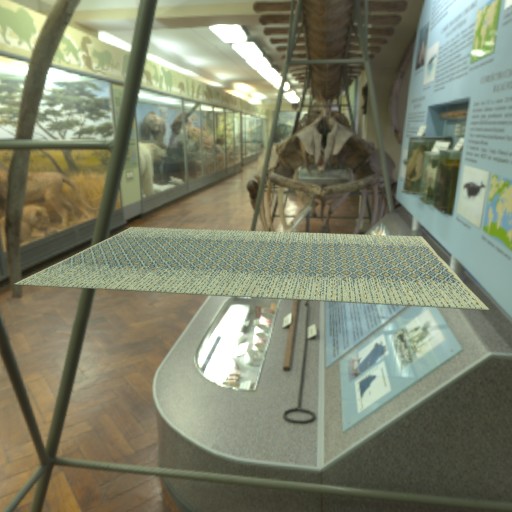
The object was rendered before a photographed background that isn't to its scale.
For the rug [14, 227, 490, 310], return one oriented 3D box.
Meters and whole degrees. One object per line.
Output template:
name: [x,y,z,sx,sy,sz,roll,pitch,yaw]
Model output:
rug: [0.000,0.000,2.984,2.448,0.008,1.541,2,16,8]
